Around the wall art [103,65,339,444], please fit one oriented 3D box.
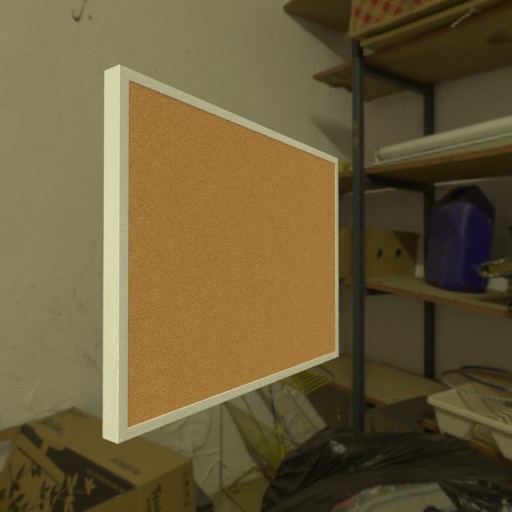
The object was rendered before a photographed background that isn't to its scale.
[{"bbox_3d":[0.000,0.000,1.356,0.053,0.787,1.041,-1,-1,36],"label":"wall art"}]
